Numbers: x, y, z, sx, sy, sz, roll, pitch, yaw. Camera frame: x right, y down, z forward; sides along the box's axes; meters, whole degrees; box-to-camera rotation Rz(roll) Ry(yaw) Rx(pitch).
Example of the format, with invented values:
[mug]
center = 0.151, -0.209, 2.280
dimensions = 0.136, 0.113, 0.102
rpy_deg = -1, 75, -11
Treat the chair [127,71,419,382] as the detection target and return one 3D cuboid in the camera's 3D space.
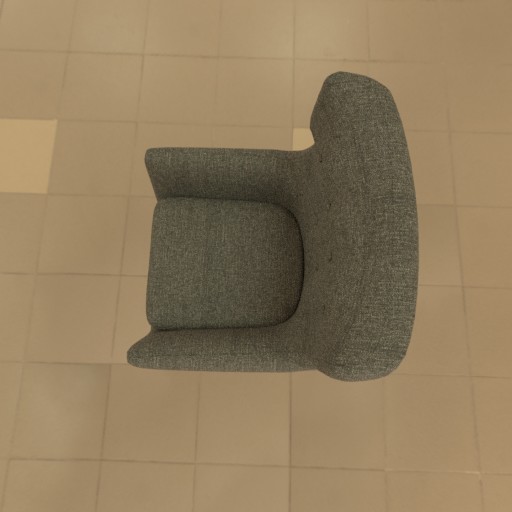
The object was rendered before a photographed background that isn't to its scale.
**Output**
[chair]
center = 0.000, 0.000, 1.679
dimensions = 0.904, 1.063, 0.878
rpy_deg = 1, 76, 0
